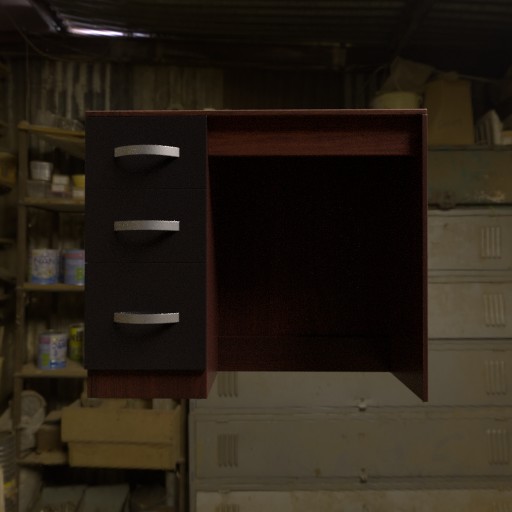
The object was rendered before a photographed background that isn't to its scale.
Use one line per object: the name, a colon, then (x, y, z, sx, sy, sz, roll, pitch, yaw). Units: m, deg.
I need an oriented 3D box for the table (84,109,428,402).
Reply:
table: (0.000, 0.000, 1.354, 0.930, 0.790, 0.380, 0, -1, 1)
